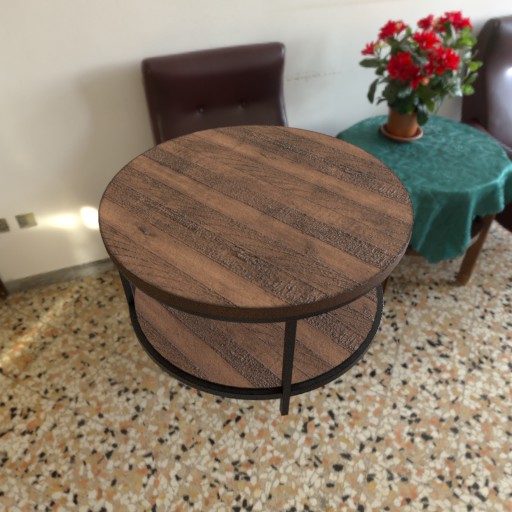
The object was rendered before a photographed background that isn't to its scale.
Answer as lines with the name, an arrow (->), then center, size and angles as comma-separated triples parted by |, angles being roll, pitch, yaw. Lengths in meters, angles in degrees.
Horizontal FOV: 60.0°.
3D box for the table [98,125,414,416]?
table -> 0.000, 0.000, 1.368 | 0.837, 0.462, 0.837 | 0, 42, 0
